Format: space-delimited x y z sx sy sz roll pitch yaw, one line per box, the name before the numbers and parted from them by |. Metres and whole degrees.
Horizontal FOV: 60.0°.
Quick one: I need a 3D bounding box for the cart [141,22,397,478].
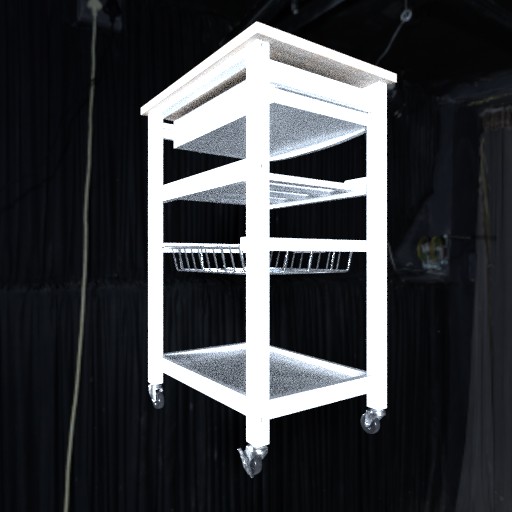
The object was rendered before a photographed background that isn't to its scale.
cart | 0.000 0.000 1.162 0.406 0.857 0.578 0 0 -35
